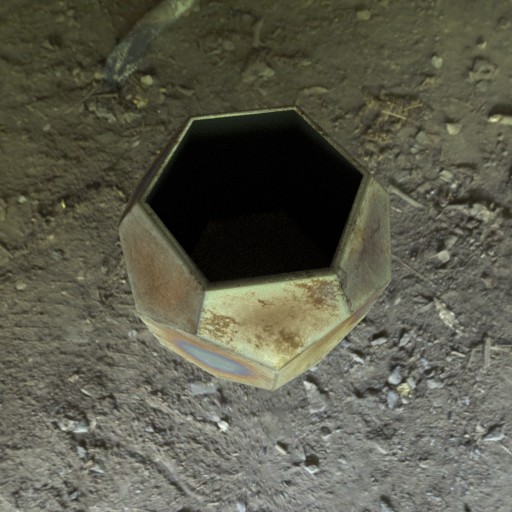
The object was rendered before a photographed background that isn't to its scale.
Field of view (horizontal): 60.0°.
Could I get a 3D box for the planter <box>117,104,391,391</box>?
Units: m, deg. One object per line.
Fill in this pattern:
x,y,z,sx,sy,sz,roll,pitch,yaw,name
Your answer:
0.000,0.000,0.434,0.243,0.238,0.221,-35,70,-15,planter
